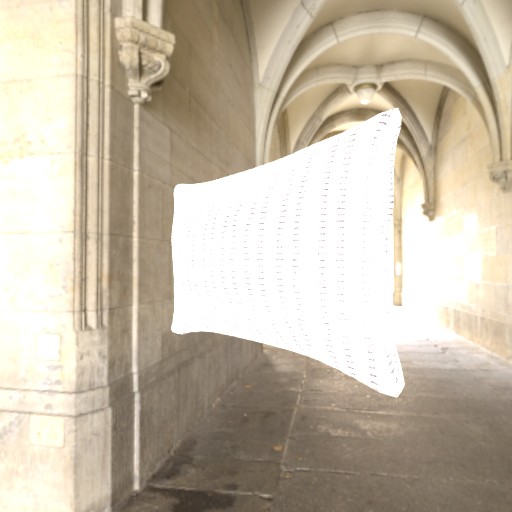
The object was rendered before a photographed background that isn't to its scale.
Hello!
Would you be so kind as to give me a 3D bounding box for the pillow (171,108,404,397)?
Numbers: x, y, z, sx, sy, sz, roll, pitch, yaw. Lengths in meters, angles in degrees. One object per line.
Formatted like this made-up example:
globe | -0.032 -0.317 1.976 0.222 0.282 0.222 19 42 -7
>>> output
pillow | 0.000 0.000 0.801 0.210 0.353 0.640 1 -2 -35
